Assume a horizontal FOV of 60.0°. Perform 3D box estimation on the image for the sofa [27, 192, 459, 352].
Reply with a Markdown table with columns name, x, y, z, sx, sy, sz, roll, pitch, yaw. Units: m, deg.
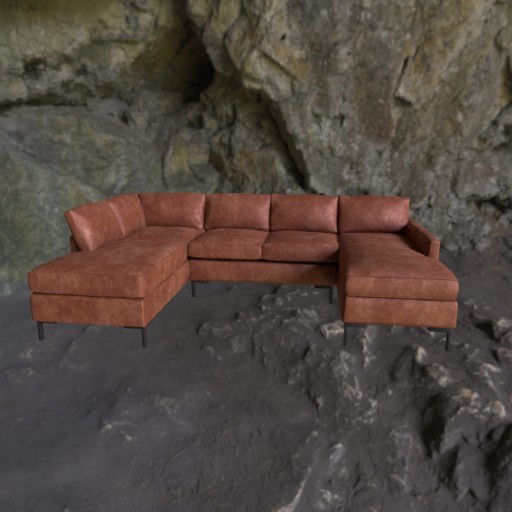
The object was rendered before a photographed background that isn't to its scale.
| name | x | y | z | sx | sy | sz | roll | pitch | yaw |
| --- | --- | --- | --- | --- | --- | --- | --- | --- | --- |
| sofa | 0.000 | 0.000 | 3.790 | 2.956 | 0.900 | 1.939 | 2 | 14 | 8 |
